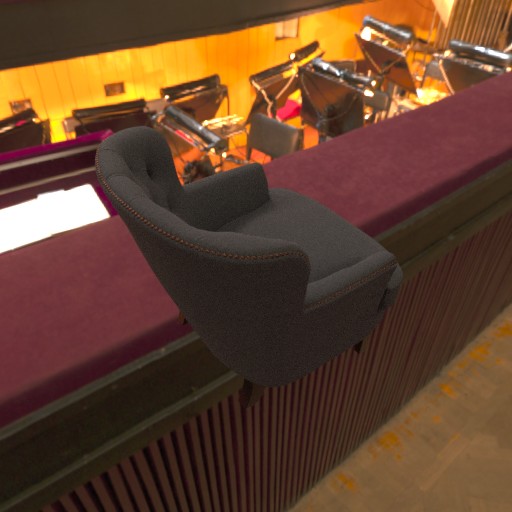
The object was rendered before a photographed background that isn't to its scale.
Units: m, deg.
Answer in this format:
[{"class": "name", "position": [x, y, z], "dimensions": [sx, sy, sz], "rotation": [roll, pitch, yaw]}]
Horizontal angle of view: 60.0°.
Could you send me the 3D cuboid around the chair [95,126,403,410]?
[{"class": "chair", "position": [0.000, 0.000, 1.597], "dimensions": [0.906, 0.868, 0.848], "rotation": [-24, 45, -26]}]
